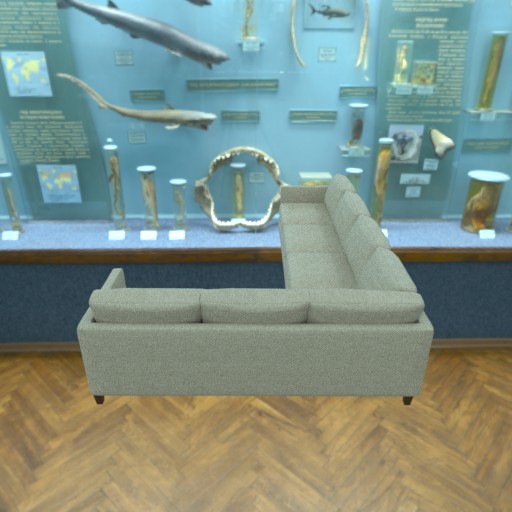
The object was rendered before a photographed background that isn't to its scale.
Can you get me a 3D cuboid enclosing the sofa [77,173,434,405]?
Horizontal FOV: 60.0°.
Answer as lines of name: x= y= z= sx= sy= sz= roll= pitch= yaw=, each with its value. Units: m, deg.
sofa: x=0.000 y=0.000 z=4.614 sx=2.522 sy=0.934 sz=3.333 roll=0 pitch=26 yaw=0
